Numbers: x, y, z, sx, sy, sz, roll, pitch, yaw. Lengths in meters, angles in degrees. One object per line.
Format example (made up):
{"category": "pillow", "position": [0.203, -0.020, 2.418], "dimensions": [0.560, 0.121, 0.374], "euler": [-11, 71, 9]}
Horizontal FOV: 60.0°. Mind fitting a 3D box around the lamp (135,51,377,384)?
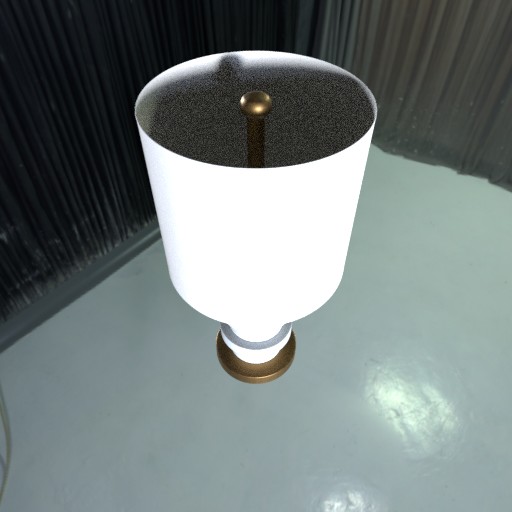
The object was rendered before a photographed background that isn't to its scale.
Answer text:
{"category": "lamp", "position": [0.000, 0.000, 0.535], "dimensions": [0.210, 0.410, 0.210], "euler": [26, 52, 23]}
